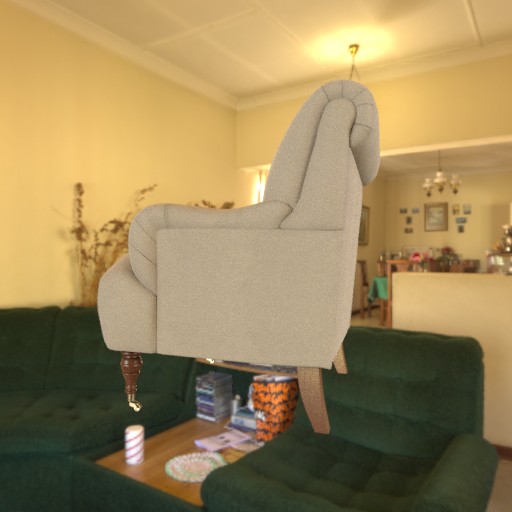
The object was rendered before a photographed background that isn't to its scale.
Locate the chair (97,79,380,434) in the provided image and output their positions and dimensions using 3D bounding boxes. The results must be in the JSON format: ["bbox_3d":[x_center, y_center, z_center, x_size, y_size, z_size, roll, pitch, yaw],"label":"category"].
[{"bbox_3d":[0.000,0.000,1.566,0.842,0.942,0.766,0,0,16],"label":"chair"}]
